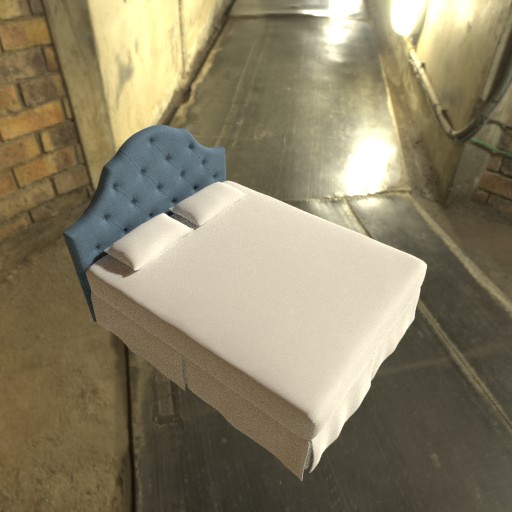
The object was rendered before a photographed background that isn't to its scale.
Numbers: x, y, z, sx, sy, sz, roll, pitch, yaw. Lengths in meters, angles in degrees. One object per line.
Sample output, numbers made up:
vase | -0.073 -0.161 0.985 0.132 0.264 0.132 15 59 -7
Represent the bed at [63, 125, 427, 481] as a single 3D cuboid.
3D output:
bed | 0.000 0.000 3.789 2.477 1.617 2.039 26 47 28
